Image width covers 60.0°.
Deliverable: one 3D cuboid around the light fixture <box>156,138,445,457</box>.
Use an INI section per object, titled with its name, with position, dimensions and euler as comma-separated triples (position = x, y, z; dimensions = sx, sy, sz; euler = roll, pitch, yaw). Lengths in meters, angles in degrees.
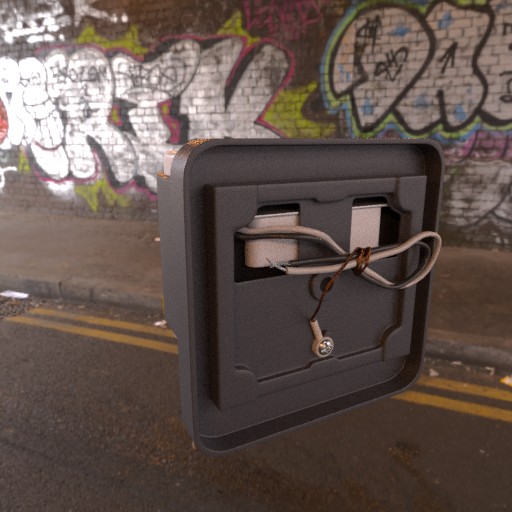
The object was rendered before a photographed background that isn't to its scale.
[light fixture]
position = 0.000, 0.000, 0.212
dimensions = 0.109, 0.109, 0.132
euler = -8, 17, -27
